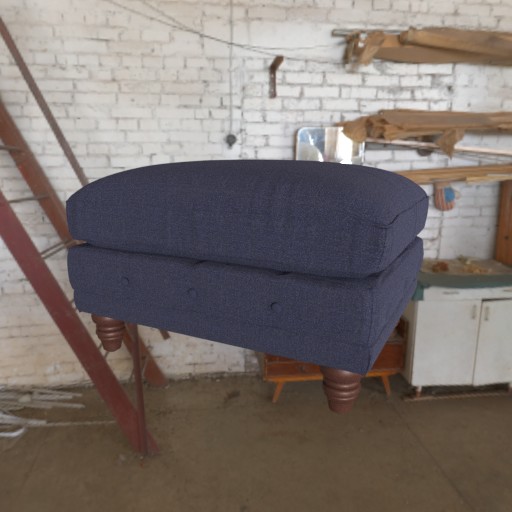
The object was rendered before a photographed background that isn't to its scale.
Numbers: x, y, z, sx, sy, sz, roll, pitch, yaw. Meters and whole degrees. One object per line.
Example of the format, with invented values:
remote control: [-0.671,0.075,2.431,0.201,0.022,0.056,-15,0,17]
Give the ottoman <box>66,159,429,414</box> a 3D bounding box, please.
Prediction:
ottoman: [0.000,0.000,1.146,0.767,0.486,0.558,7,14,27]
